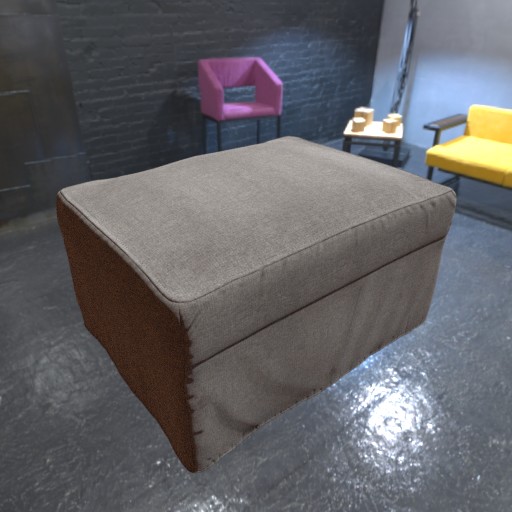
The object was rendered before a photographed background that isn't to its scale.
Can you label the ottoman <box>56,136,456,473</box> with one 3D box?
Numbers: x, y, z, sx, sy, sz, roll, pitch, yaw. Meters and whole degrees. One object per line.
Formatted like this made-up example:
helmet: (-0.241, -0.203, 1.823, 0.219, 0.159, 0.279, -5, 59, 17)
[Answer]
ottoman: (0.000, 0.000, 1.216, 0.833, 0.492, 0.652, -22, 37, -32)
